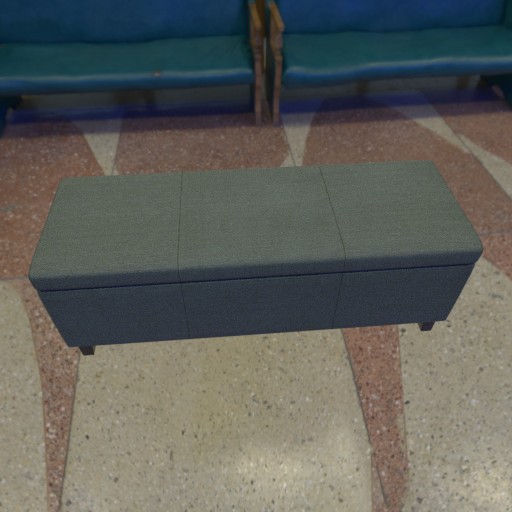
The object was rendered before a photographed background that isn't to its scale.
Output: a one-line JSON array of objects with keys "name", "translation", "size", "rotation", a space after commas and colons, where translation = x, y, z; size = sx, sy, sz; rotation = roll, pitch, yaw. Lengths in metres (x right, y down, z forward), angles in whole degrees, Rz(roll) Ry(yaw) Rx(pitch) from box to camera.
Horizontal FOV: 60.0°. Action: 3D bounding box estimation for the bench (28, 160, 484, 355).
[{"name": "bench", "translation": [0.000, 0.000, 1.489], "size": [1.269, 0.438, 0.446], "rotation": [-3, 47, -3]}]
